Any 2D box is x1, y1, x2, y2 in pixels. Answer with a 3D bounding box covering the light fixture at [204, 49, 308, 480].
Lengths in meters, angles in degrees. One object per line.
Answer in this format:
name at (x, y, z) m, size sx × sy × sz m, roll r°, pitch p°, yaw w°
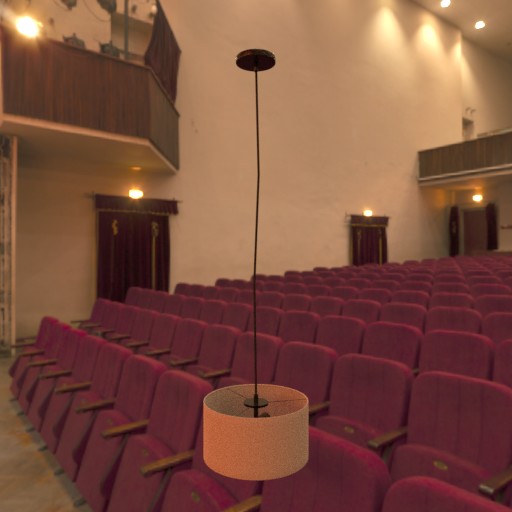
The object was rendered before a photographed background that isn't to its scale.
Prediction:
light fixture at (0.000, 0.000, 1.695) m, size 0.399 × 1.516 × 0.399 m, roll 0°, pitch 0°, yaw 0°
